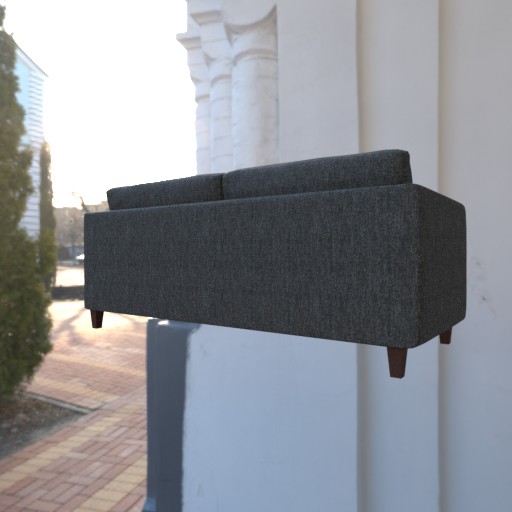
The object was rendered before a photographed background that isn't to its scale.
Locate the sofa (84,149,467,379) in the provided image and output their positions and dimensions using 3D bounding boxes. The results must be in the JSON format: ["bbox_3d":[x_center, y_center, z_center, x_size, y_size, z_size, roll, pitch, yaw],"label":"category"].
[{"bbox_3d":[0.000,0.000,2.689,2.208,0.960,0.948,0,0,36],"label":"sofa"}]
